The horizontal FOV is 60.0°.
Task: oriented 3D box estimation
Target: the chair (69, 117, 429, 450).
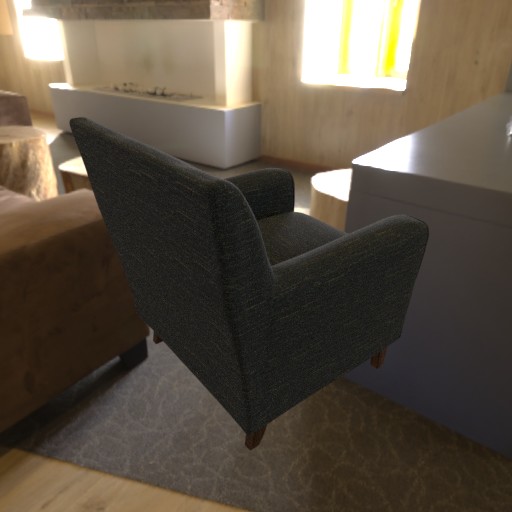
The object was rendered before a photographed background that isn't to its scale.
[{"bbox_3d":[0.000,0.000,1.573,0.873,0.928,0.864,-20,34,-33],"label":"chair"}]
